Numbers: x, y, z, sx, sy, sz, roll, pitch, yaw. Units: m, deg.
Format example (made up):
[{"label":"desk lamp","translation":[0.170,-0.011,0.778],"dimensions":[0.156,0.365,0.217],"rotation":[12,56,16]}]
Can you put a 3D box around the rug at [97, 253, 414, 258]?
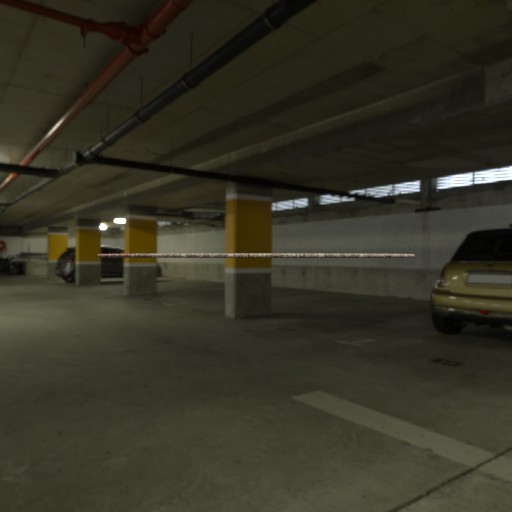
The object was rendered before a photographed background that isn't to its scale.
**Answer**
[{"label":"rug","translation":[0.000,0.000,2.246],"dimensions":[1.514,0.015,1.514],"rotation":[0,0,0]}]
